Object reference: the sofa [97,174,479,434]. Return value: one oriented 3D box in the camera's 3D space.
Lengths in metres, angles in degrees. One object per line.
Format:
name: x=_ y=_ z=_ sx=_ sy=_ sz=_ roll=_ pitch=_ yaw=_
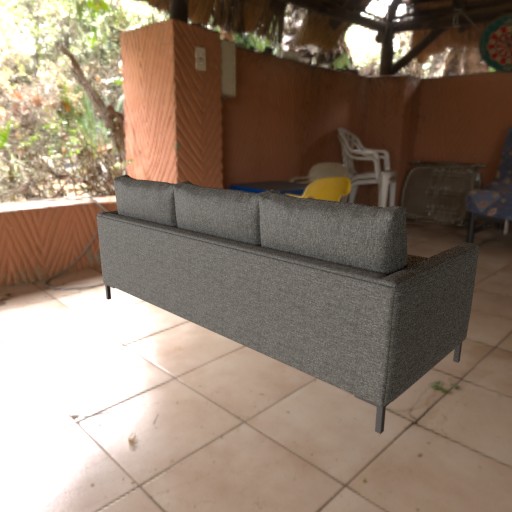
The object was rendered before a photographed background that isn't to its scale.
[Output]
sofa: x=0.000 y=0.000 z=2.646 sx=2.253 sy=0.879 sz=0.876 roll=14 pitch=20 yaw=42
